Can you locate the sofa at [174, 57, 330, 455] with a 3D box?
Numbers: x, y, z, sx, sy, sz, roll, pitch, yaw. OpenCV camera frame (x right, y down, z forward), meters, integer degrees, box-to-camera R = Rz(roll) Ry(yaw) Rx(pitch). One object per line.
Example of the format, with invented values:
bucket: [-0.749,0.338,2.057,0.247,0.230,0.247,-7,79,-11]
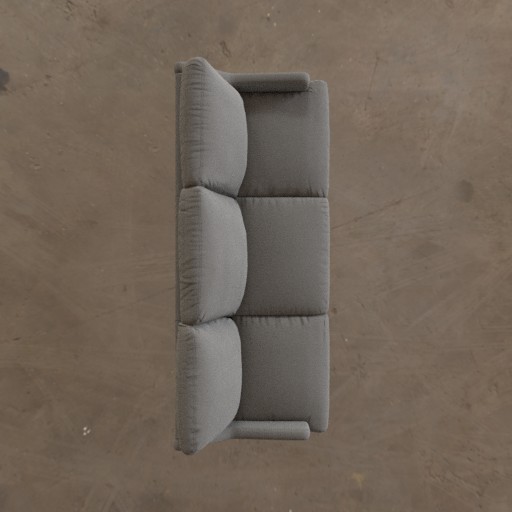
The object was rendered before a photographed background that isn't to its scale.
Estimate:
sofa: [0.000,0.000,2.872,0.987,0.926,2.344,0,90,-1]
